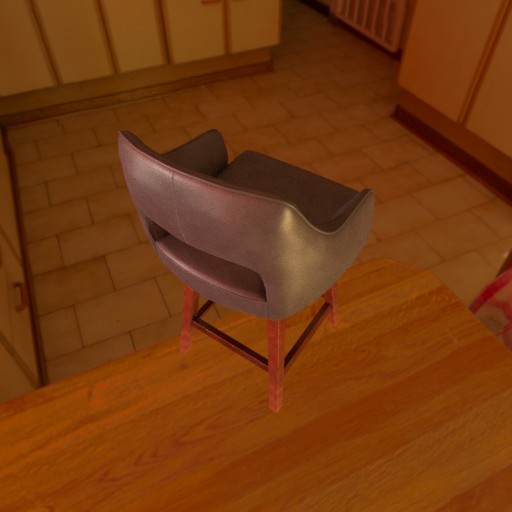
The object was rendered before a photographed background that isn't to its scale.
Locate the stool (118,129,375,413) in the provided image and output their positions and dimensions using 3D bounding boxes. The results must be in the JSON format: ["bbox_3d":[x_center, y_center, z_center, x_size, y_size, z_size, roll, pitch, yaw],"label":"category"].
[{"bbox_3d":[0.000,0.000,1.308,0.550,0.936,0.560,27,52,23],"label":"stool"}]
